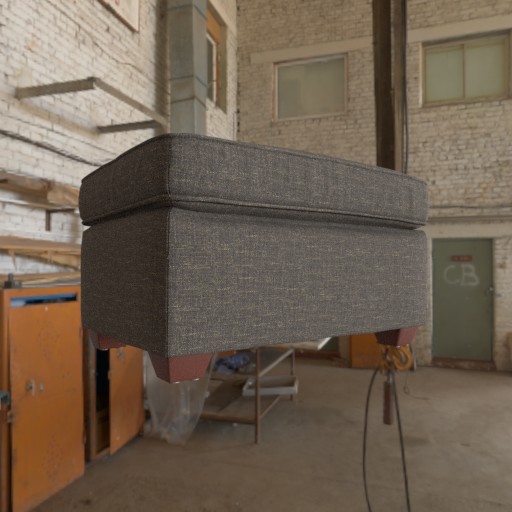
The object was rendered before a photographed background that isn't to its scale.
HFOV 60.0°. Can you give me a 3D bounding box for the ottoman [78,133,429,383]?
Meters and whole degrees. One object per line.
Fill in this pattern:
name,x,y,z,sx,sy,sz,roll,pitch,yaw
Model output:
ottoman,0.000,0.000,1.108,0.749,0.450,0.549,1,-2,-36
